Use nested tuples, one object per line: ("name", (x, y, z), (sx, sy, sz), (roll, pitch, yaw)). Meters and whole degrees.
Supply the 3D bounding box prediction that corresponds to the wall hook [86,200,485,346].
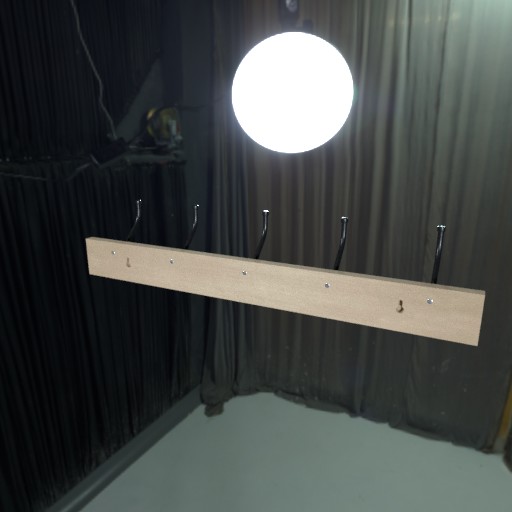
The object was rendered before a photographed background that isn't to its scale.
("wall hook", (0.000, 0.000, 0.619), (0.571, 0.117, 0.071), (8, 18, 25))
